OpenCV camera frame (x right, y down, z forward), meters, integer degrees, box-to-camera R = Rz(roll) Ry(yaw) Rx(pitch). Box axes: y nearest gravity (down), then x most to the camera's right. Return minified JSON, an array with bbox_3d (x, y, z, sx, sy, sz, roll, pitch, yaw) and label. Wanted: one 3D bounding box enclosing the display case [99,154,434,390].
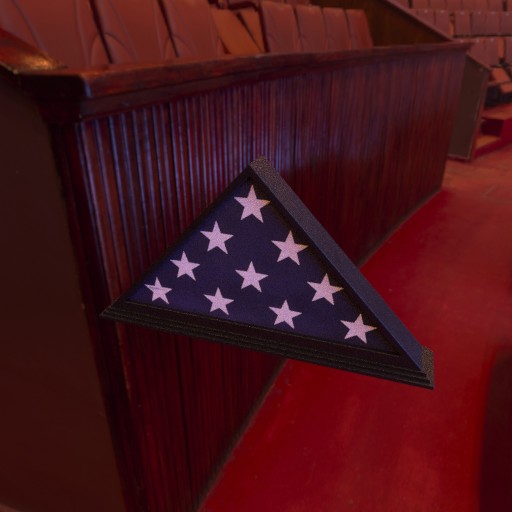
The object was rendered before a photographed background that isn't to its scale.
[{"bbox_3d":[0.000,0.000,0.772,0.640,0.340,0.095,9,28,16],"label":"display case"}]
